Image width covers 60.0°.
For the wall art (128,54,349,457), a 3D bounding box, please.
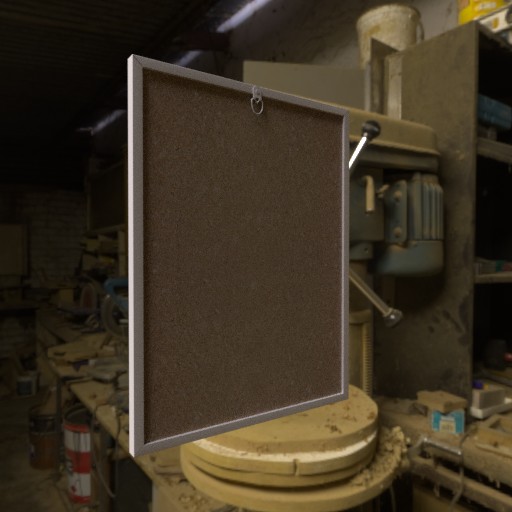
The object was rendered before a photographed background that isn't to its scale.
[{"bbox_3d":[0.000,0.000,1.402,0.805,1.056,0.042,-1,1,-35],"label":"wall art"}]
